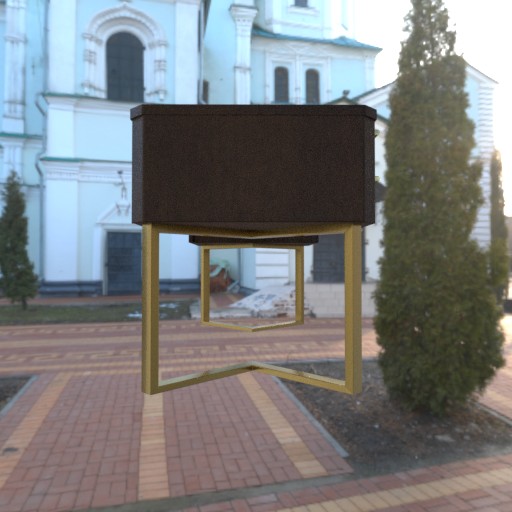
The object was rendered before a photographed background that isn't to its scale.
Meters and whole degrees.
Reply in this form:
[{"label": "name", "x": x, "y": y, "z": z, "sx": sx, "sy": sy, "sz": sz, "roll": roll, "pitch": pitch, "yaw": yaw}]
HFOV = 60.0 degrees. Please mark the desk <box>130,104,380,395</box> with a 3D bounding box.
[{"label": "desk", "x": 0.000, "y": 0.000, "z": 1.887, "sx": 0.684, "sy": 0.762, "sz": 1.479, "roll": 0, "pitch": -1, "yaw": 0}]
